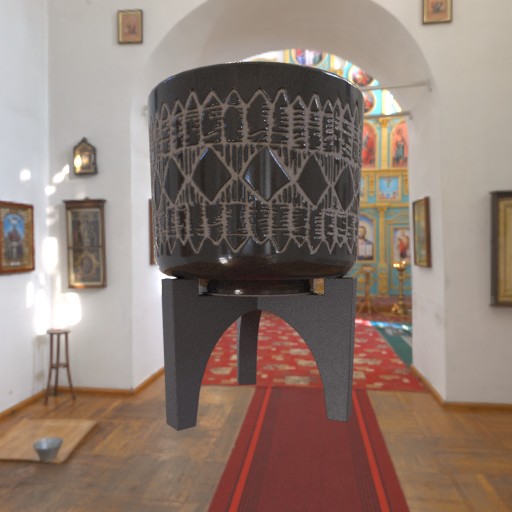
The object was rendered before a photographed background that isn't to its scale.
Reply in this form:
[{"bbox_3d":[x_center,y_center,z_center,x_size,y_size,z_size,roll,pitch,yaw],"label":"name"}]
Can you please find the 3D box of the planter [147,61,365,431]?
[{"bbox_3d":[0.000,0.000,0.525,0.251,0.355,0.251,0,0,-38],"label":"planter"}]
